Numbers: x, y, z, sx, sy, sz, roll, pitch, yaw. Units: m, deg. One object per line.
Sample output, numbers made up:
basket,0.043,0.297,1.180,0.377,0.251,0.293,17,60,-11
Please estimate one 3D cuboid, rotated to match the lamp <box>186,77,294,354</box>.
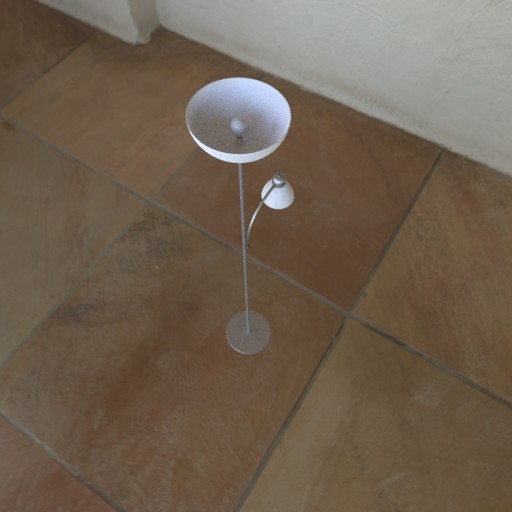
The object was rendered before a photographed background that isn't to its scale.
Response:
lamp,0.000,0.000,1.962,0.279,1.804,0.425,32,67,16
